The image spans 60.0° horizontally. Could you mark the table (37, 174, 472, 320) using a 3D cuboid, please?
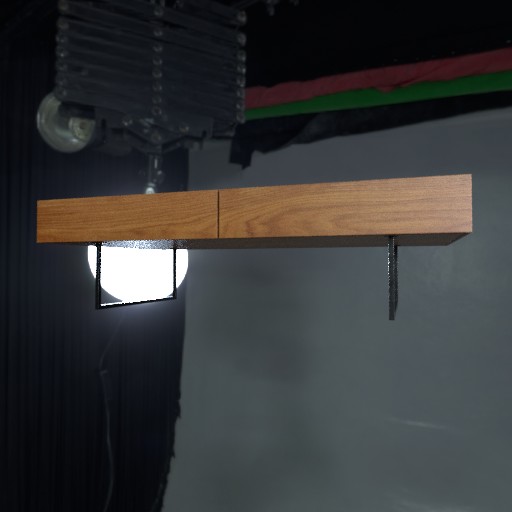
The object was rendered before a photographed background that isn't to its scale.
[{"bbox_3d":[0.000,0.000,1.437,1.194,0.330,0.610,-1,-2,19],"label":"table"}]
